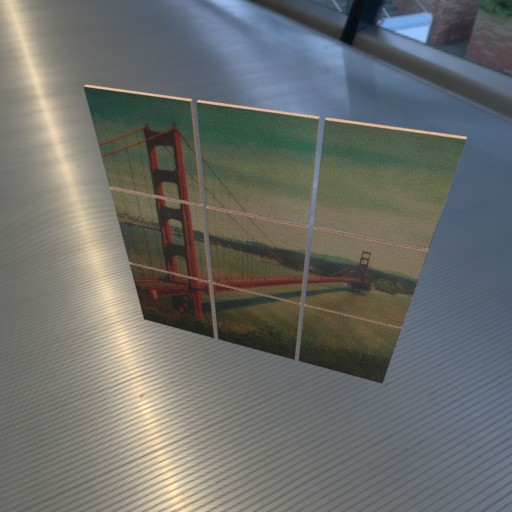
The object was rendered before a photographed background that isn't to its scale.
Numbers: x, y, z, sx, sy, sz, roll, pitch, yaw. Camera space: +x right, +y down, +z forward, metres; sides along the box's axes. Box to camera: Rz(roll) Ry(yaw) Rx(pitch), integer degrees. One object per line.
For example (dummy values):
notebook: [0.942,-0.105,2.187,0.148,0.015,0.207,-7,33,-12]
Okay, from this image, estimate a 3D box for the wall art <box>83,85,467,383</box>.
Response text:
wall art: [0.000,0.000,1.326,0.917,0.910,0.012,12,43,13]
